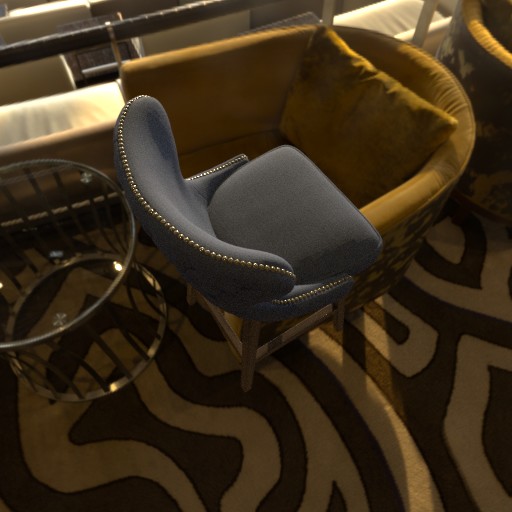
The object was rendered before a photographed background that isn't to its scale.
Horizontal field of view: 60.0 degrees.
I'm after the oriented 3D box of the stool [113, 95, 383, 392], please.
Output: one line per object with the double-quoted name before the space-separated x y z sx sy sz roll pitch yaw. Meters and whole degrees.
"stool" 0.000 0.000 1.366 0.597 0.972 0.615 -29 63 -17
